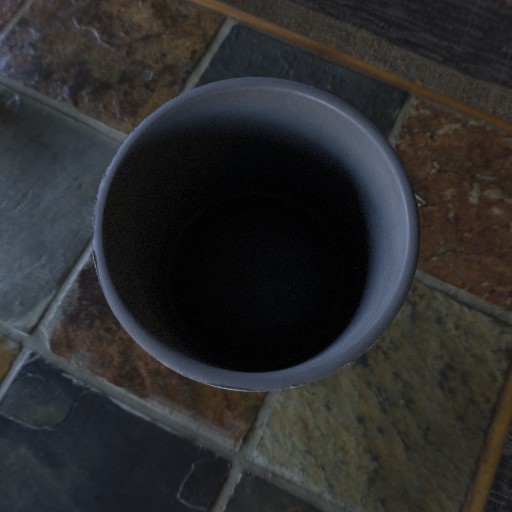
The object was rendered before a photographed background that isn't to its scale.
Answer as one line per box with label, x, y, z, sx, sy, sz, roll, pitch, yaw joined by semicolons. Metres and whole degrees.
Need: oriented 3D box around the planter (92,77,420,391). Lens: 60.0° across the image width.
planter;0.000;0.000;0.388;0.221;0.201;0.221;0;76;0
